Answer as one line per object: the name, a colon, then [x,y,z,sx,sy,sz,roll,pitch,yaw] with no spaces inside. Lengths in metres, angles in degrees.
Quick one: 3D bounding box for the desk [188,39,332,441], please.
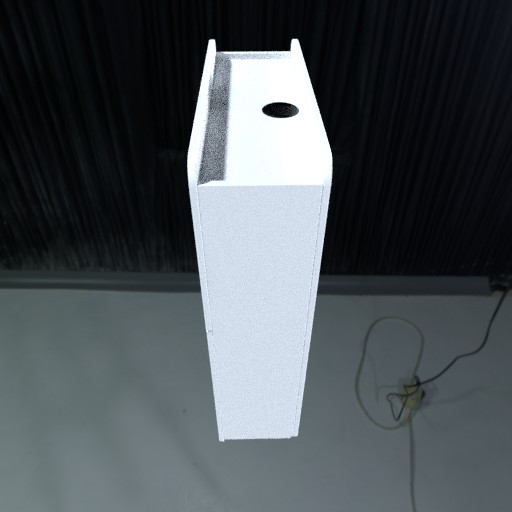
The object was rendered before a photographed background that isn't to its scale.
desk: [0.000,0.000,1.523,0.278,1.190,0.795,-1,42,-1]
